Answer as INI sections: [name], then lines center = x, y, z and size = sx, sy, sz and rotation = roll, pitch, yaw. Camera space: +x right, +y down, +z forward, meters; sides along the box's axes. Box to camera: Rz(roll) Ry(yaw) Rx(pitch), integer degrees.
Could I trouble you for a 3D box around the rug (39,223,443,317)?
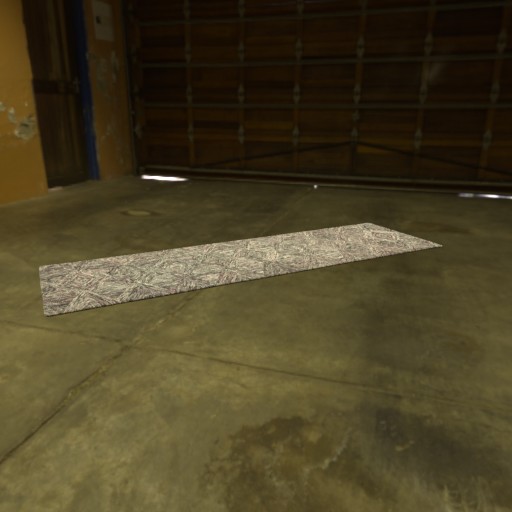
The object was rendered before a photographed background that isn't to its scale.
[rug]
center = 0.000, 0.000, 2.613
size = 2.305, 0.013, 0.719
rotation = -9, 20, -26
